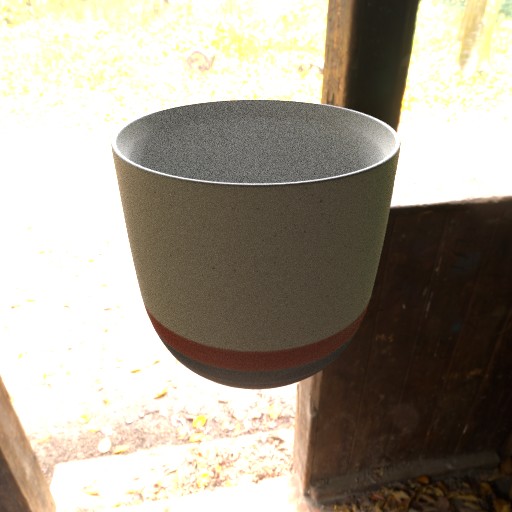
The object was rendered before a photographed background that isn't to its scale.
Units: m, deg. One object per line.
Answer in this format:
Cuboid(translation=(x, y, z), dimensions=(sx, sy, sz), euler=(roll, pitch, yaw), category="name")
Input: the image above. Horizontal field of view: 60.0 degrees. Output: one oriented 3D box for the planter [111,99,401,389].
Cuboid(translation=(0.000, 0.000, 0.378), dimensions=(0.204, 0.214, 0.204), euler=(0, 32, 0), category="planter")
